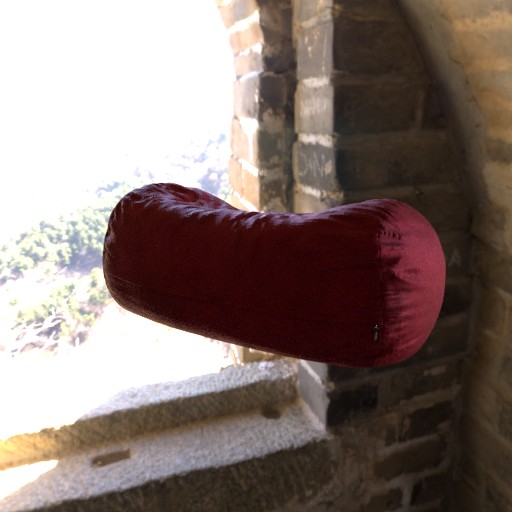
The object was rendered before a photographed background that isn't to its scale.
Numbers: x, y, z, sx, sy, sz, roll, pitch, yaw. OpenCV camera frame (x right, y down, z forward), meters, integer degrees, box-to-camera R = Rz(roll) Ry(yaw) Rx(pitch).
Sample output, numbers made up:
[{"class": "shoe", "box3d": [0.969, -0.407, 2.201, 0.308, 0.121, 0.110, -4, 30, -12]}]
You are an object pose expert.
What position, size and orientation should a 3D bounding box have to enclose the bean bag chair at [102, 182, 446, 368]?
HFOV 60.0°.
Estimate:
[{"class": "bean bag chair", "box3d": [0.000, 0.000, 2.897, 2.293, 0.867, 1.216, 9, 18, 28]}]
